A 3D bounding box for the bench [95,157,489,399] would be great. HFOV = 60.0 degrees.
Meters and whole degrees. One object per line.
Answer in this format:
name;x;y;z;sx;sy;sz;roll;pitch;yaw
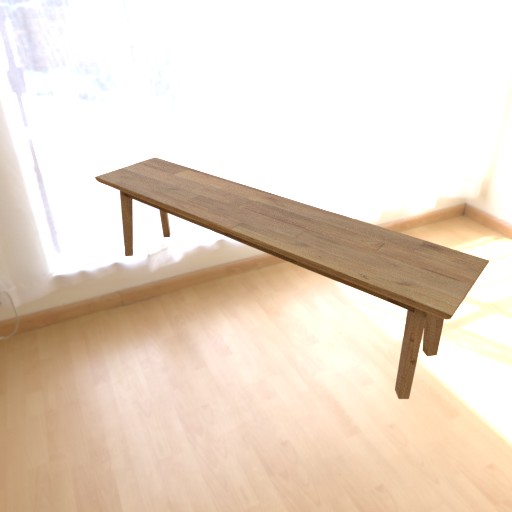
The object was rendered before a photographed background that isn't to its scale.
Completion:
bench;0.000;0.000;1.920;1.698;0.431;0.378;23;38;32
